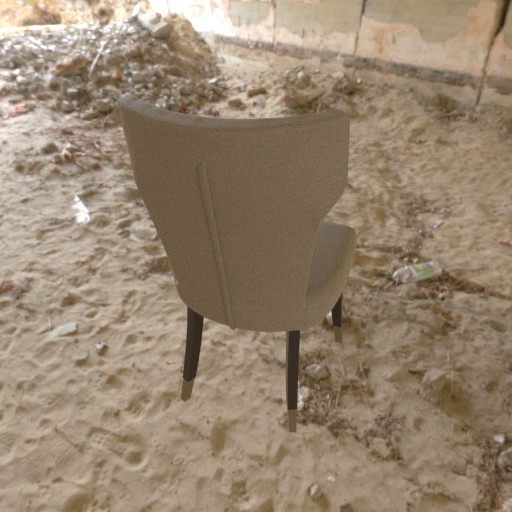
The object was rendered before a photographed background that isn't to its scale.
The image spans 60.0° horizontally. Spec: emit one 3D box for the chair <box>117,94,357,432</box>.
[{"bbox_3d":[0.000,0.000,1.301,0.526,0.955,0.630,10,33,16],"label":"chair"}]
